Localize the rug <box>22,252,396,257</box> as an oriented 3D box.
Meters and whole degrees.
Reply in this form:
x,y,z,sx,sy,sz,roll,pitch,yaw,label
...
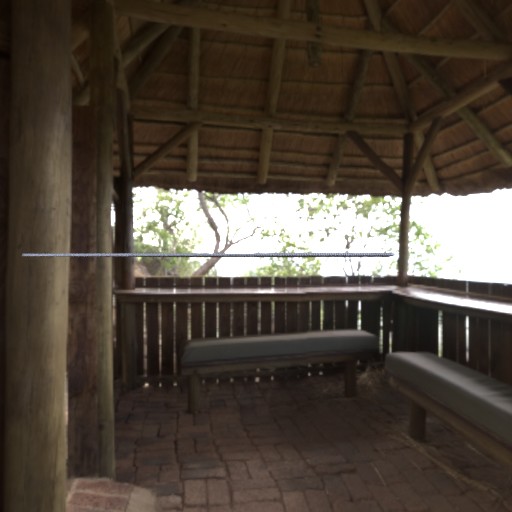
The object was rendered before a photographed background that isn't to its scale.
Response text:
x,y,z,sx,sy,sz,roll,pitch,yaw,label
0.000,0.000,4.186,2.447,0.017,3.123,0,0,16,rug
